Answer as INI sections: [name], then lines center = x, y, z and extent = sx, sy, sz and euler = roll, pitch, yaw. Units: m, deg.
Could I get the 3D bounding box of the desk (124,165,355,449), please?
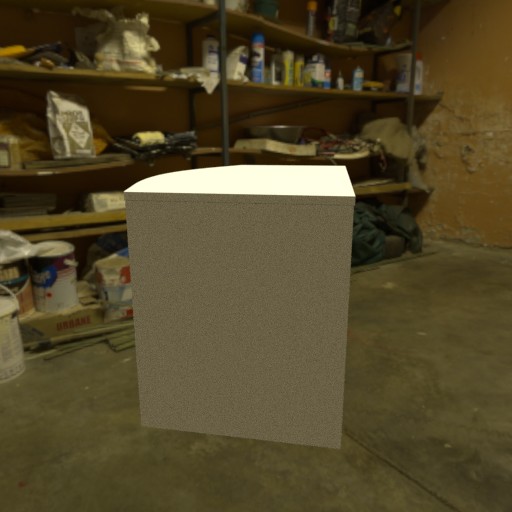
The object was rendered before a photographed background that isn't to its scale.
[desk]
center = 0.000, 0.000, 2.056
extent = 0.802, 0.750, 1.600
euler = 3, 14, 10
